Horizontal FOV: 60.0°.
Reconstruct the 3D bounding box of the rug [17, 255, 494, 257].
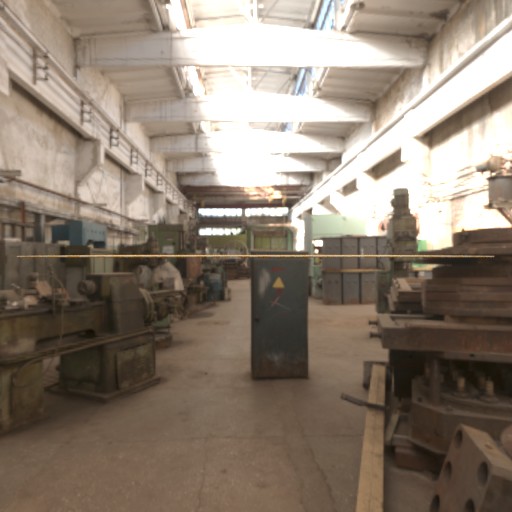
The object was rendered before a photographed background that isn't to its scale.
[{"bbox_3d":[0.000,0.000,4.021,3.037,0.011,2.433,0,0,0],"label":"rug"}]
